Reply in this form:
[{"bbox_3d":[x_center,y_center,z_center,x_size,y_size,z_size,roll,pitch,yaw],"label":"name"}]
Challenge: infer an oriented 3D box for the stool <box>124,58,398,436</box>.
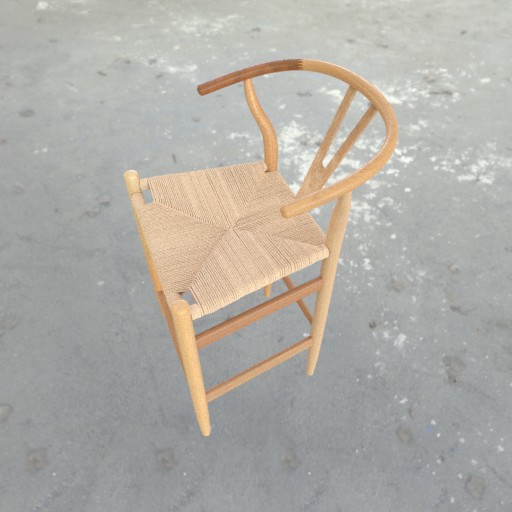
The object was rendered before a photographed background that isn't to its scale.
[{"bbox_3d":[0.000,0.000,1.268,0.575,0.923,0.536,-17,49,-15],"label":"stool"}]
